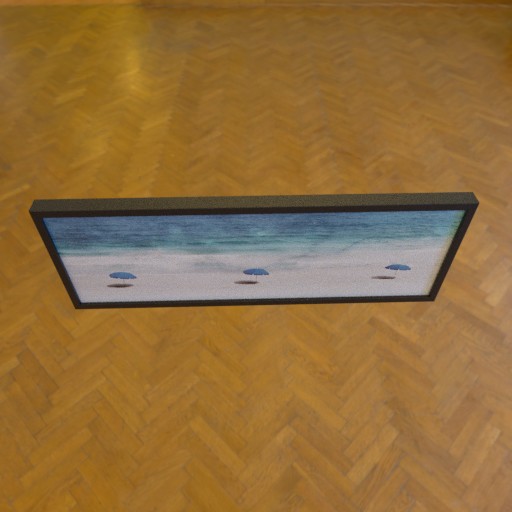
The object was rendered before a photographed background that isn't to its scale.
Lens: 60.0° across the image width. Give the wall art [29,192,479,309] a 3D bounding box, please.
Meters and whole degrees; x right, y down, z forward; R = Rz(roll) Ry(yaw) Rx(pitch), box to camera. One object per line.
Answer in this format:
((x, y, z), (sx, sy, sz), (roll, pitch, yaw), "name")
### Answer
((0.000, 0.000, 0.966), (0.860, 0.303, 0.037), (-1, 46, -1), "wall art")
